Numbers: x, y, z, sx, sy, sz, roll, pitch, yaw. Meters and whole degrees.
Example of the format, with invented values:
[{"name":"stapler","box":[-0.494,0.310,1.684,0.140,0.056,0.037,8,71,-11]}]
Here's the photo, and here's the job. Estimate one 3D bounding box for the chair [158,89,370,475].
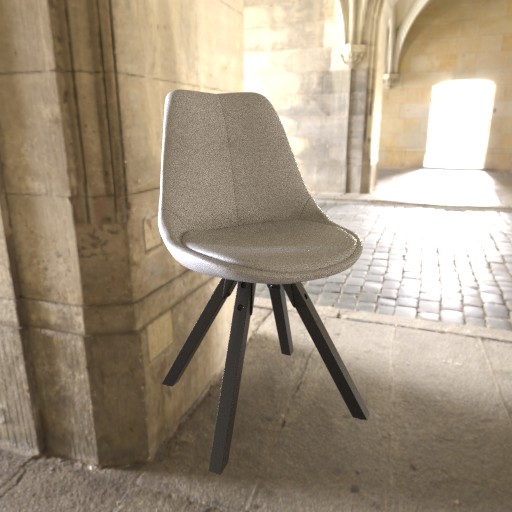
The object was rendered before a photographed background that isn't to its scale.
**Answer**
[{"name":"chair","box":[0.000,0.000,1.173,0.485,0.850,0.550,-8,18,-26]}]
